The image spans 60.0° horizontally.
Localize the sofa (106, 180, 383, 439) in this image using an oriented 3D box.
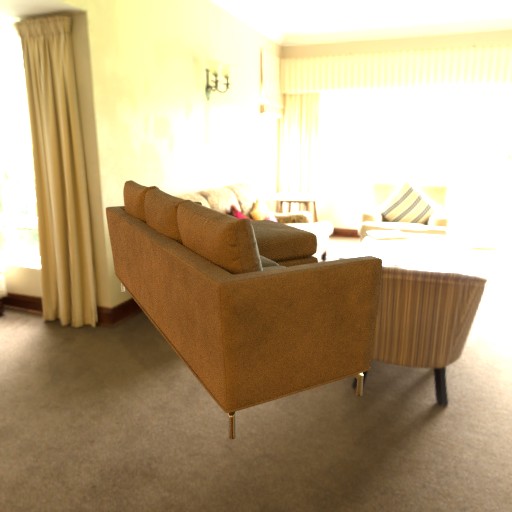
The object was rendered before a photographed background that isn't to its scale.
[{"bbox_3d":[0.000,0.000,3.168,1.622,0.987,2.438,-7,16,-27],"label":"sofa"}]
